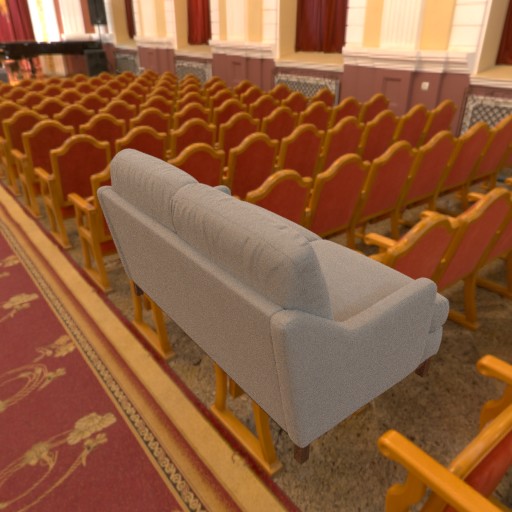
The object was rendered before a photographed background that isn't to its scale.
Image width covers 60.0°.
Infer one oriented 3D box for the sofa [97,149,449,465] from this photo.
[{"bbox_3d":[0.000,0.000,2.200,0.987,0.921,1.589,-19,33,-33],"label":"sofa"}]
